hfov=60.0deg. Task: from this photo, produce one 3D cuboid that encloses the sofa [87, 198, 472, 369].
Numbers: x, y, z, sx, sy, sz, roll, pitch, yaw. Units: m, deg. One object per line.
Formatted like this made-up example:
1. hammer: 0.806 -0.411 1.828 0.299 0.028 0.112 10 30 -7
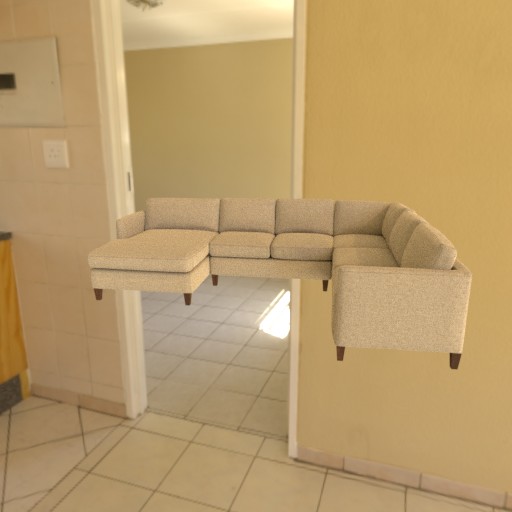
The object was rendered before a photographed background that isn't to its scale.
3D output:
1. sofa: 0.000 0.000 4.569 3.460 0.959 2.593 2 15 9
